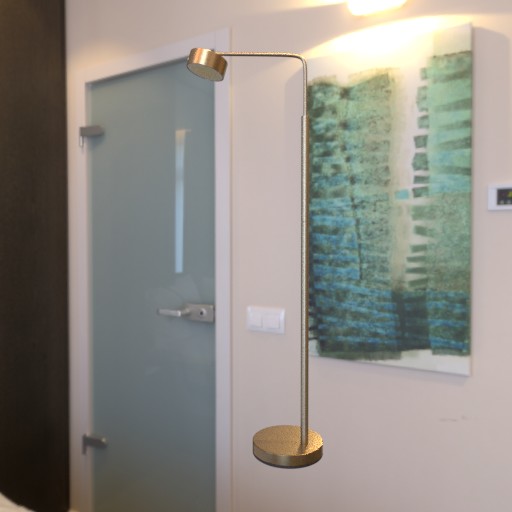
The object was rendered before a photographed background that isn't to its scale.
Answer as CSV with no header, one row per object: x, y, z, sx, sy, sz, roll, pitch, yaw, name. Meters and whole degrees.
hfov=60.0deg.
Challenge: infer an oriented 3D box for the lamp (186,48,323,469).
0.000,0.000,1.378,0.418,1.230,0.219,0,1,0,lamp
